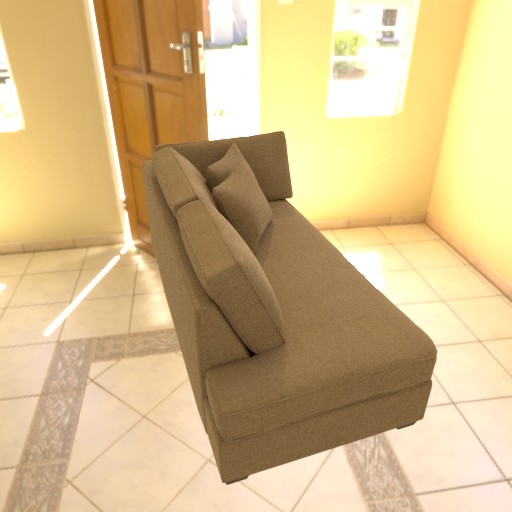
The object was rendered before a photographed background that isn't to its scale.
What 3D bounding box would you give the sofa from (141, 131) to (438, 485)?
[{"bbox_3d":[0.000,0.000,2.746,1.110,1.019,2.238,-10,32,-16],"label":"sofa"}]
